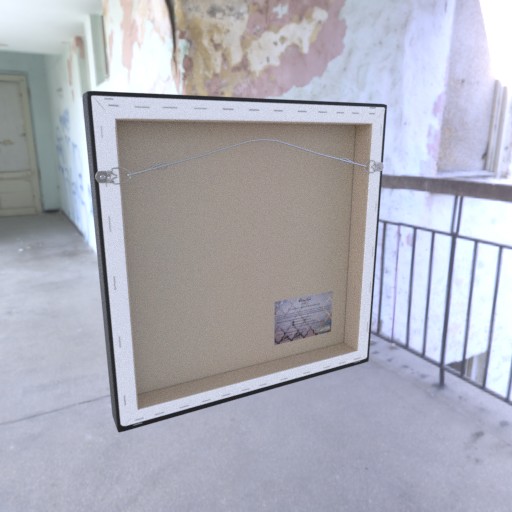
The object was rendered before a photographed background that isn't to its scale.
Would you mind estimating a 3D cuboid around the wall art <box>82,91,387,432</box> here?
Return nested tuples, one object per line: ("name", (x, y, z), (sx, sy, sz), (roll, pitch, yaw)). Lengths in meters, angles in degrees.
("wall art", (0.000, 0.000, 0.607), (0.406, 0.407, 0.041), (-7, 17, -26))
